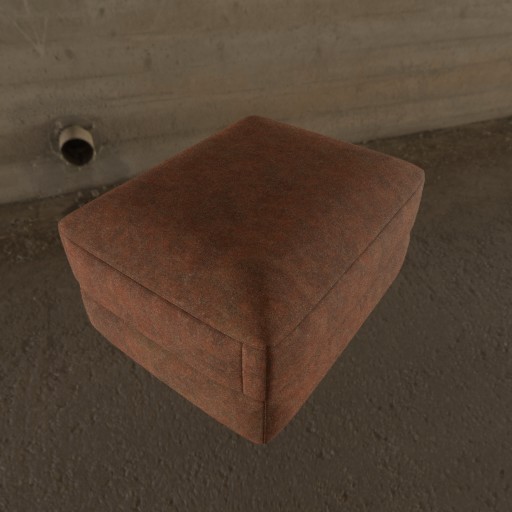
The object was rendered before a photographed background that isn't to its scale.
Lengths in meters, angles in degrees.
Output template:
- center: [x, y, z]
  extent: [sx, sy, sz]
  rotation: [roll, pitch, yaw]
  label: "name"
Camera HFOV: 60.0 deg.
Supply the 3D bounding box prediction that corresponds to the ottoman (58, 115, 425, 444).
- center: [0.000, 0.000, 1.189]
  extent: [0.635, 0.508, 0.787]
  rotation: [26, 47, 27]
  label: "ottoman"
